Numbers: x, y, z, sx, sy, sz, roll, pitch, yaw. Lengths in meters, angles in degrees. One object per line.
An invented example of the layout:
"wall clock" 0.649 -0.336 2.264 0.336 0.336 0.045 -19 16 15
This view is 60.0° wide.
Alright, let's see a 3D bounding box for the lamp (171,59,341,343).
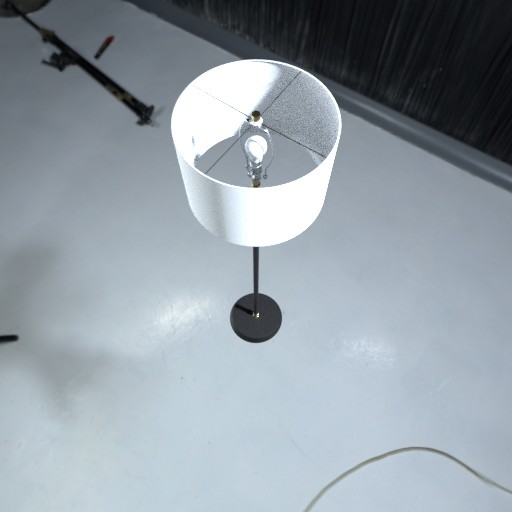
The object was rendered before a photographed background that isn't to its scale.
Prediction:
"lamp" 0.000 0.000 1.721 0.404 1.517 0.404 33 68 15
